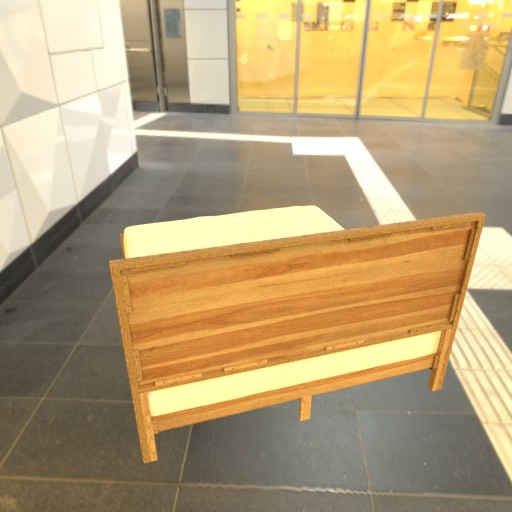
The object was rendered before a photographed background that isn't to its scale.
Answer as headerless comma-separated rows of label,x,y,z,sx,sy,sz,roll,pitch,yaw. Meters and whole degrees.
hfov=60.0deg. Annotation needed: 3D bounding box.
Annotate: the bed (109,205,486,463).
bed,0.000,0.000,3.431,2.013,1.295,2.184,-8,28,-15
